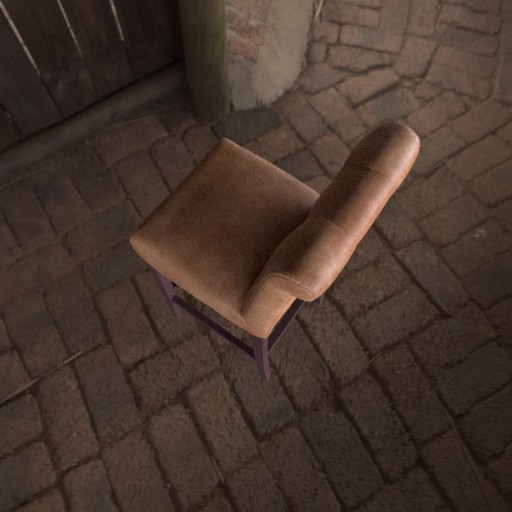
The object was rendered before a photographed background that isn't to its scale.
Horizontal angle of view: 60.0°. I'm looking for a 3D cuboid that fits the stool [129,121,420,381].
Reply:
[{"bbox_3d":[0.000,0.000,1.455,0.601,1.140,0.493,33,68,15],"label":"stool"}]
